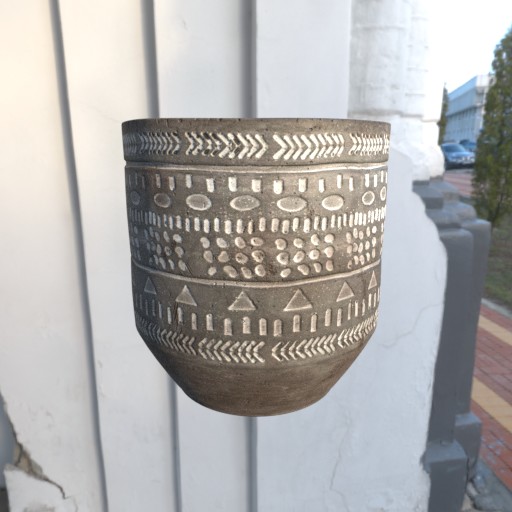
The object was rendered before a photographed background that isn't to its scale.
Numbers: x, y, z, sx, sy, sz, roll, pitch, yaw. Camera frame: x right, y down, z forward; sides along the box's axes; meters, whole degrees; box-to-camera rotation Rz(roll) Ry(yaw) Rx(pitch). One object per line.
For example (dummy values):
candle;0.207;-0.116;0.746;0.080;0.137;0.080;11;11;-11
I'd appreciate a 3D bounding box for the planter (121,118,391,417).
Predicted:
planter;0.000;0.000;0.222;0.122;0.128;0.122;0;15;0
